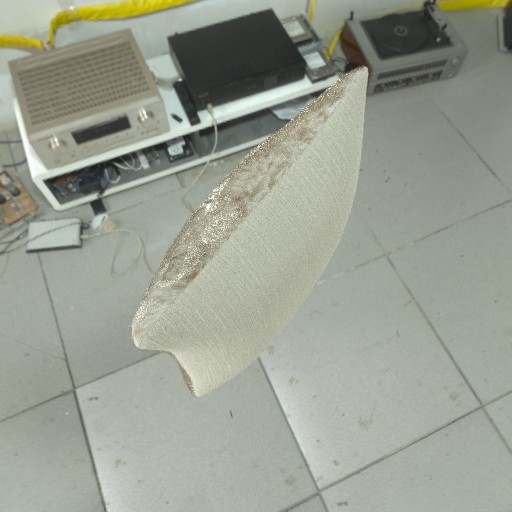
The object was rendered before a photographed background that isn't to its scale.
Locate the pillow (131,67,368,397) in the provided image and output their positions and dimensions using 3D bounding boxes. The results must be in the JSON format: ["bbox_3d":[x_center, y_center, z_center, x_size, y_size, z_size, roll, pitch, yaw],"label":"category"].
[{"bbox_3d":[0.000,0.000,0.819,0.216,0.525,0.538,34,69,15],"label":"pillow"}]
